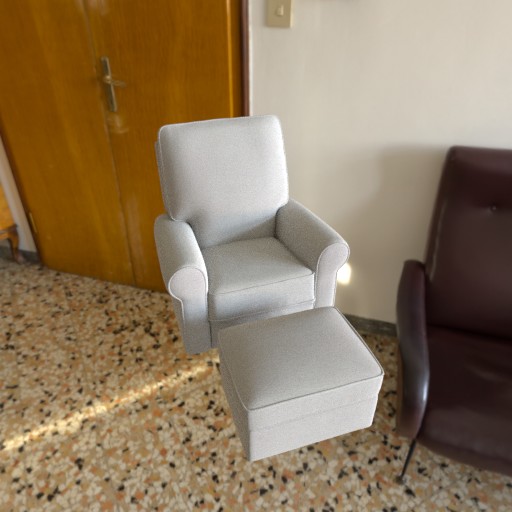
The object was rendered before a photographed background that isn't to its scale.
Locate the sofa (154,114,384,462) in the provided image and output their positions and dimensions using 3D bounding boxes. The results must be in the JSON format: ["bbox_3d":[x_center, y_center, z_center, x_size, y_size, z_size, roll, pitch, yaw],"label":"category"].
[{"bbox_3d":[0.000,0.000,2.084,0.880,0.959,1.478,-10,34,-15],"label":"sofa"}]
